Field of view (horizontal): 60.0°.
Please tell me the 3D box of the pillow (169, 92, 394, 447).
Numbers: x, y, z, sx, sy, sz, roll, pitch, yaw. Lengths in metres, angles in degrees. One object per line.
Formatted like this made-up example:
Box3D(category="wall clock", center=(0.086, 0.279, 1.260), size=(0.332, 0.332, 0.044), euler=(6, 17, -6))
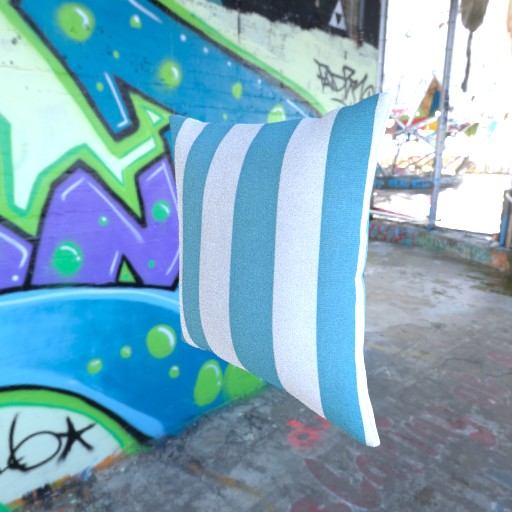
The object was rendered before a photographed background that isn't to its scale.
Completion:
Box3D(category="pillow", center=(0.000, 0.000, 0.812), size=(0.189, 0.526, 0.536), euler=(-13, 19, -43))
